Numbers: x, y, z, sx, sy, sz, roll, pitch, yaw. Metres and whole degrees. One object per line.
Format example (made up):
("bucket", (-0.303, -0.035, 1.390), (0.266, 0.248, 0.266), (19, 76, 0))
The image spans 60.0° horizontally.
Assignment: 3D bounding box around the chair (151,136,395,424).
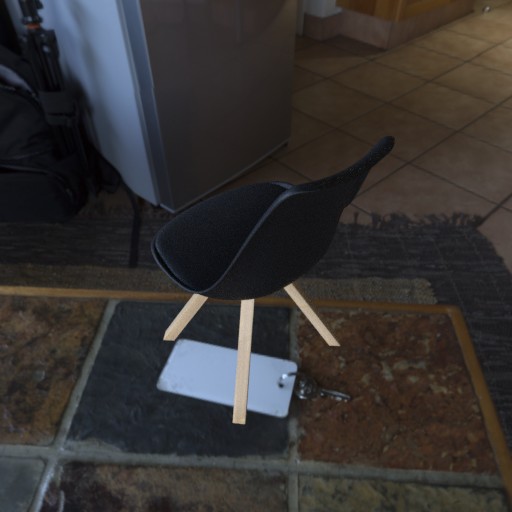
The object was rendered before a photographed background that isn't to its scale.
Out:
("chair", (0.000, 0.000, 1.196), (0.485, 0.850, 0.549), (-31, 53, -27))
